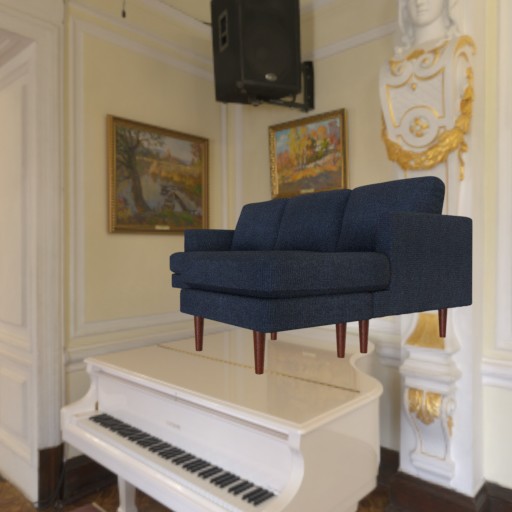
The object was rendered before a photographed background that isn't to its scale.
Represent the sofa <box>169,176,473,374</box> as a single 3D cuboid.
[{"bbox_3d":[0.000,0.000,3.027,1.504,0.956,2.233,0,1,-36],"label":"sofa"}]
